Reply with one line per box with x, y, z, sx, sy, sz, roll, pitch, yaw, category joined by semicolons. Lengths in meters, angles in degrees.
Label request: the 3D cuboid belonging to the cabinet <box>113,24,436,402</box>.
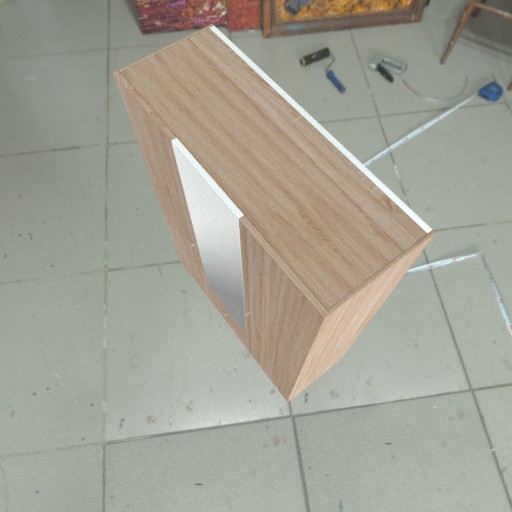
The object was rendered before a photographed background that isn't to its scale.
0.000;0.000;2.828;0.590;2.120;1.500;-34;69;-15;cabinet
